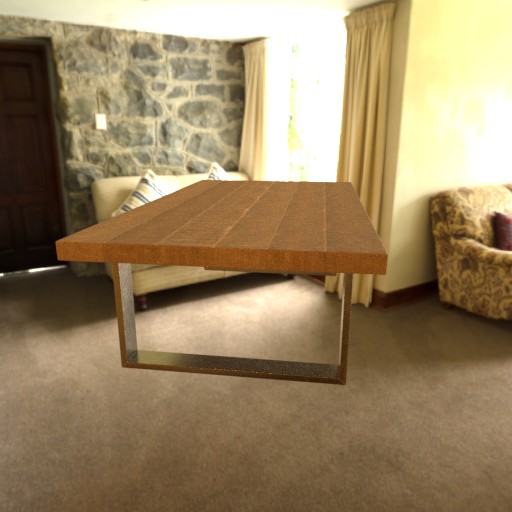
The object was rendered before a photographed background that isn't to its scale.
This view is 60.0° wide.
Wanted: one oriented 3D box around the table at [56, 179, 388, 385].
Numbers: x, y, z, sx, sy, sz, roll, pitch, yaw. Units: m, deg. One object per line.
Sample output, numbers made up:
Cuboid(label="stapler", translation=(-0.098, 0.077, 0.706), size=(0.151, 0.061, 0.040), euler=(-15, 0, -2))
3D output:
Cuboid(label="table", translation=(0.000, 0.000, 1.768), size=(0.800, 0.440, 1.400), euler=(2, 16, 8))
